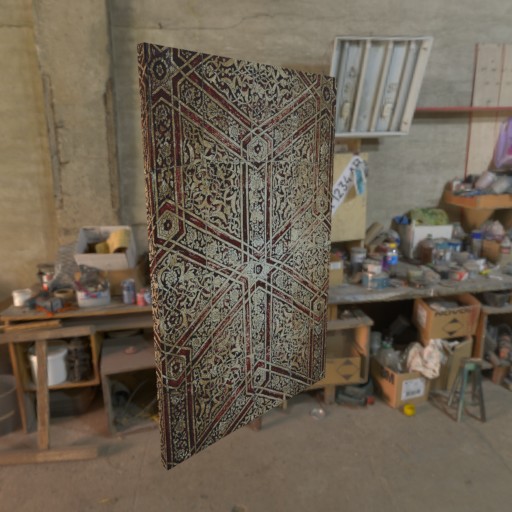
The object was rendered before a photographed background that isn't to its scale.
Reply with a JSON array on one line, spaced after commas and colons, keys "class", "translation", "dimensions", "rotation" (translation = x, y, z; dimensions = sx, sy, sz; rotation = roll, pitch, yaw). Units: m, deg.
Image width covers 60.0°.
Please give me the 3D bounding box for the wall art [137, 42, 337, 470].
[{"class": "wall art", "translation": [0.000, 0.000, 1.124], "dimensions": [0.599, 0.904, 0.030], "rotation": [-13, 19, -43]}]
